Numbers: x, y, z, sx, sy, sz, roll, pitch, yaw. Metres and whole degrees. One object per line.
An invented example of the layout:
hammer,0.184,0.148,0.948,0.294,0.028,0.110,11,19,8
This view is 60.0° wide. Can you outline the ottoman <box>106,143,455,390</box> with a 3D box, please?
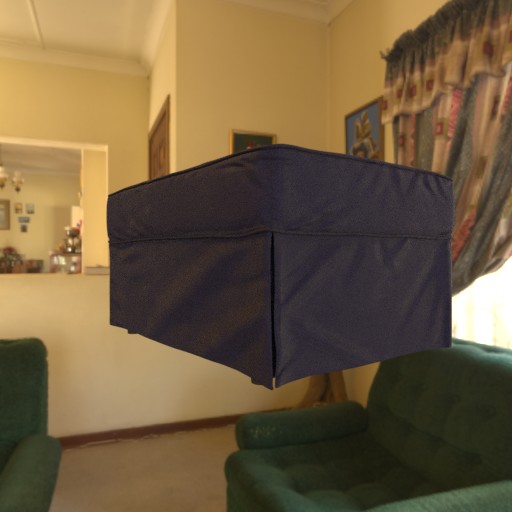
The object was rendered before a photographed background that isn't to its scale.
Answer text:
ottoman,0.000,0.000,1.320,0.637,0.503,0.938,0,0,-36
